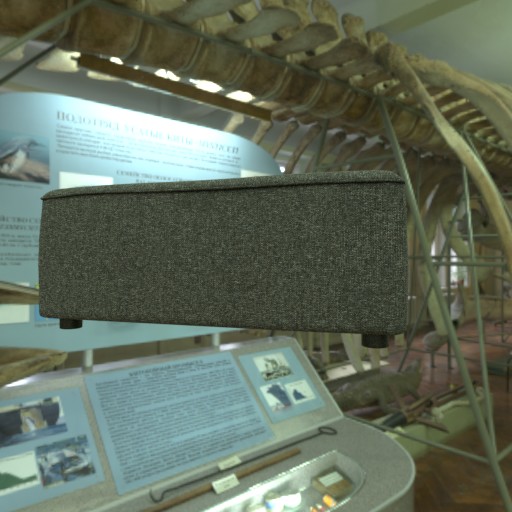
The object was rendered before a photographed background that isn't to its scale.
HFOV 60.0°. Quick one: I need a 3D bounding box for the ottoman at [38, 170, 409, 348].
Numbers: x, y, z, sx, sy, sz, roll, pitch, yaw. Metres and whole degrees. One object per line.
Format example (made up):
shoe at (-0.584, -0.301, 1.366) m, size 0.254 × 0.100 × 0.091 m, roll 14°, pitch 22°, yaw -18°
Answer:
ottoman at (0.000, 0.000, 1.583) m, size 1.021 × 0.423 × 1.017 m, roll 0°, pitch 0°, yaw 18°
